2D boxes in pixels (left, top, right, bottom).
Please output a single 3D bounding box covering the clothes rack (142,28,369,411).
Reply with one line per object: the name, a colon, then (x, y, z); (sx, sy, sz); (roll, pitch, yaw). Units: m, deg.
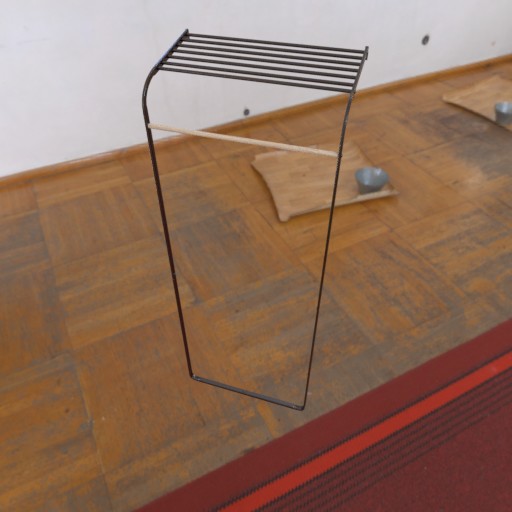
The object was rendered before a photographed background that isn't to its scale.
clothes rack: (0.000, 0.000, 1.812); (0.609, 1.574, 0.349); (12, 43, 13)
